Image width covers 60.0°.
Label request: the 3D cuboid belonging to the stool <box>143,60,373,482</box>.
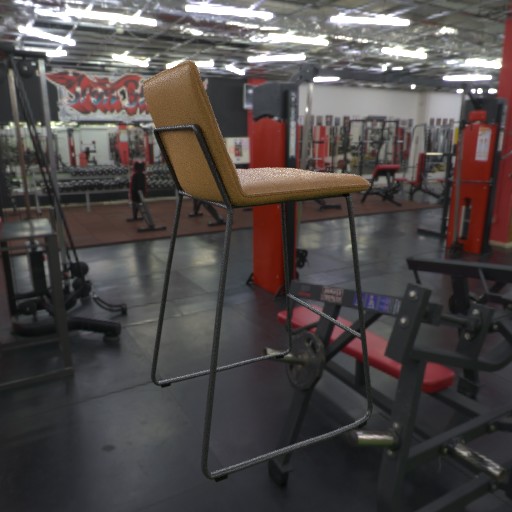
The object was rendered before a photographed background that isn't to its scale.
[{"bbox_3d":[0.000,0.000,1.238,0.524,0.936,0.489,-7,16,-26],"label":"stool"}]
